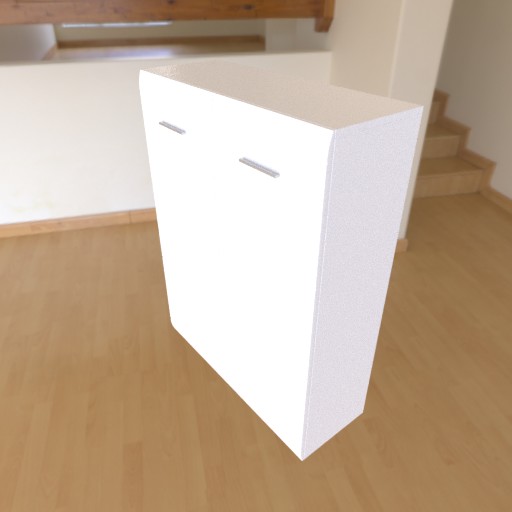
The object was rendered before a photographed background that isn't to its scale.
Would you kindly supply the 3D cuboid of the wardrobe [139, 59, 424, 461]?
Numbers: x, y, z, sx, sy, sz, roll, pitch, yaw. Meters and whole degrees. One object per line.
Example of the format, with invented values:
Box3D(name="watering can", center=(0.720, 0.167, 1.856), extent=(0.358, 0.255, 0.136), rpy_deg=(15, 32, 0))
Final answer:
Box3D(name="wardrobe", center=(0.000, 0.000, 1.636), extent=(0.360, 1.200, 0.900), rpy_deg=(-23, 39, -32))
